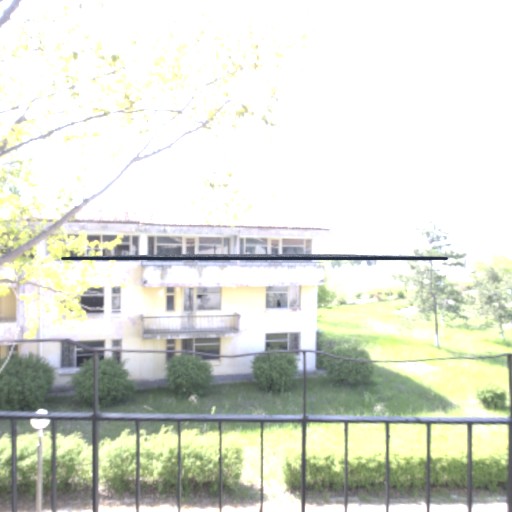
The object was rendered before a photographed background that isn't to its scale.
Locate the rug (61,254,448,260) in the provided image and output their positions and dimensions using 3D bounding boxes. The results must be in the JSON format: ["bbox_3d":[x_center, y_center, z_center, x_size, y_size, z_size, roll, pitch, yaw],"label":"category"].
[{"bbox_3d":[0.000,0.000,2.867,1.526,0.014,2.290,0,1,0],"label":"rug"}]
